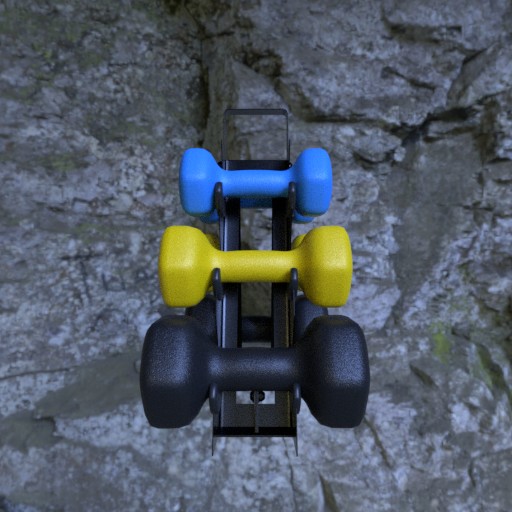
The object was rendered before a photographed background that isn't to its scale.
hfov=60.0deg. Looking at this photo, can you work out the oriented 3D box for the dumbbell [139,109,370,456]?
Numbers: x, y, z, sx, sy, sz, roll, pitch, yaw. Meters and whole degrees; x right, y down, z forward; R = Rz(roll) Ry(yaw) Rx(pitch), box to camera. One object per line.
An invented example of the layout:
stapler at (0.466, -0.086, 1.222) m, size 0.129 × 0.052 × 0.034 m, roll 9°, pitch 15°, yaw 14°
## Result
dumbbell at (0.000, 0.000, 0.654) m, size 0.255 × 0.426 × 0.409 m, roll 0°, pitch 0°, yaw 0°
